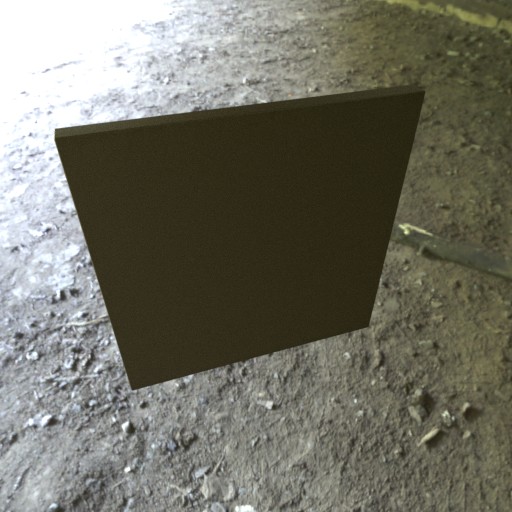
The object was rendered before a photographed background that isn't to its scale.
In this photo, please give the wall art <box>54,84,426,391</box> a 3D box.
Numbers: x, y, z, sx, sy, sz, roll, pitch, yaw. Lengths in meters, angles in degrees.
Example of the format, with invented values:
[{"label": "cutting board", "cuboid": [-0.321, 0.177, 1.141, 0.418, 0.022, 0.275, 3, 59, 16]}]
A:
[{"label": "wall art", "cuboid": [0.000, 0.000, 0.746, 0.503, 0.506, 0.031, -12, 41, -14]}]
